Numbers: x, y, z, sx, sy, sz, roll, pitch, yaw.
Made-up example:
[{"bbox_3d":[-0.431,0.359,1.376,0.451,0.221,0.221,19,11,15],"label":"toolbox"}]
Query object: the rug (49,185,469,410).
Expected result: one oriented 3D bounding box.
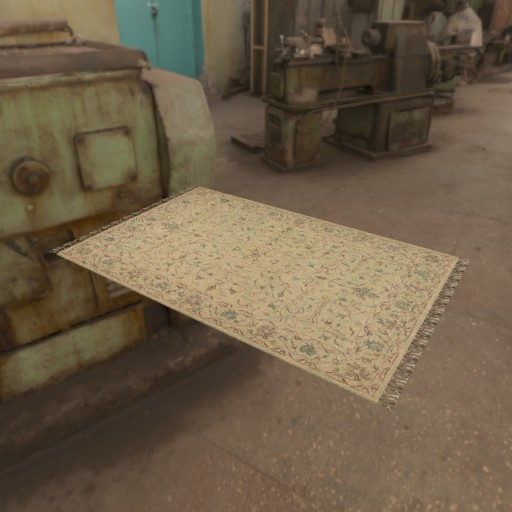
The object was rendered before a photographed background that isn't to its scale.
[{"bbox_3d":[0.000,0.000,3.019,2.435,0.010,1.544,19,35,29],"label":"rug"}]
